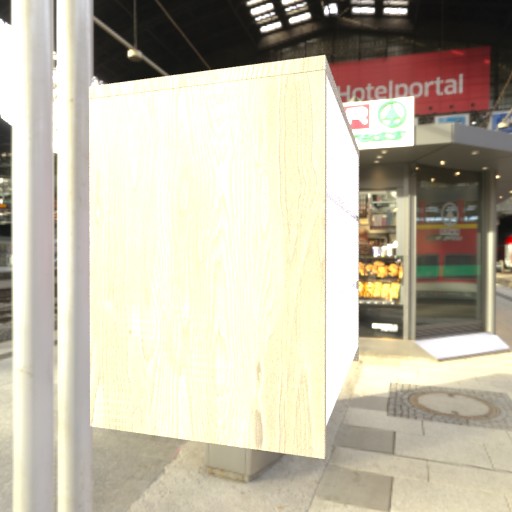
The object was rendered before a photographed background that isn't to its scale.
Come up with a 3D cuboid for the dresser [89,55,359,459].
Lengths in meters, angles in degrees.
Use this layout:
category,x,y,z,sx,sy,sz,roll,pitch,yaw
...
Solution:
category,x,y,z,sx,sy,sz,roll,pitch,yaw
dresser,0.000,0.000,1.301,0.529,0.762,0.809,0,0,18
